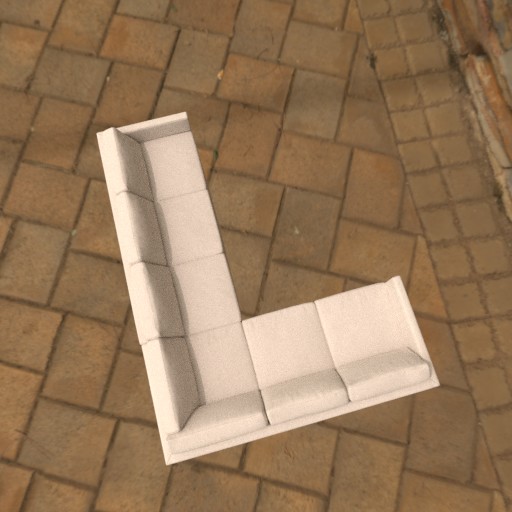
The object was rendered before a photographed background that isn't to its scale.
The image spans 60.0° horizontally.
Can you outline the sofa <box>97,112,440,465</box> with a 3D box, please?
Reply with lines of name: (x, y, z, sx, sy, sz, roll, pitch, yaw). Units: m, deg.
sofa: (0.000, 0.000, 4.337, 2.432, 0.863, 3.182, -15, 76, -4)
